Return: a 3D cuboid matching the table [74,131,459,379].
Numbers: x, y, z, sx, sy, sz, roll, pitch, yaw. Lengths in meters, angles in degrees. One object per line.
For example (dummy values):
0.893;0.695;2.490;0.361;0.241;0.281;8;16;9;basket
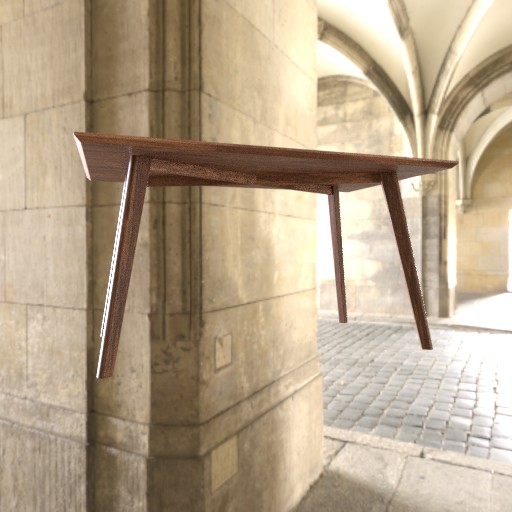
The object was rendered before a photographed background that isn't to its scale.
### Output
0.000;0.000;1.849;1.349;0.724;0.801;0;1;-18;table
